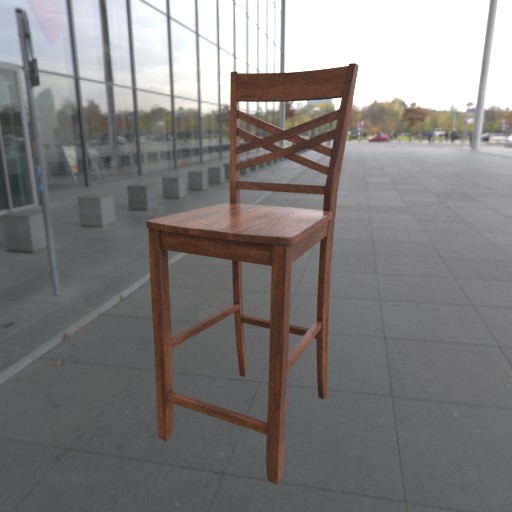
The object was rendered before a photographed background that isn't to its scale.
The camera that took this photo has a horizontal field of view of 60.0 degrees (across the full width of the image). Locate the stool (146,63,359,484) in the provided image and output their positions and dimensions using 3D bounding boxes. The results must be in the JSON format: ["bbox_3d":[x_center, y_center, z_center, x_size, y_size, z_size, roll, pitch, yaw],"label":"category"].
[{"bbox_3d":[0.000,0.000,1.326,0.426,1.098,0.504,8,17,27],"label":"stool"}]
